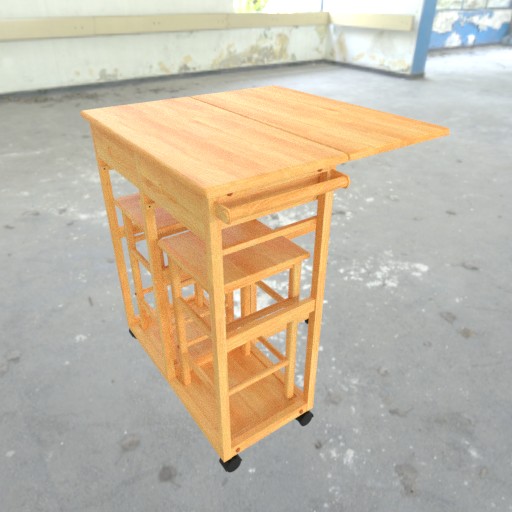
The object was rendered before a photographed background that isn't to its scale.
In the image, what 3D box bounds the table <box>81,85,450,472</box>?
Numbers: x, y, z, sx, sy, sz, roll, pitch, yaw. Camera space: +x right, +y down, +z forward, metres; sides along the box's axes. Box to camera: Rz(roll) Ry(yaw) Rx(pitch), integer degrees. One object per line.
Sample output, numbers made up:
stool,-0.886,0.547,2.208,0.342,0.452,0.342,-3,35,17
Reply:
table,0.000,0.000,1.375,0.693,0.832,0.752,-20,36,-30
